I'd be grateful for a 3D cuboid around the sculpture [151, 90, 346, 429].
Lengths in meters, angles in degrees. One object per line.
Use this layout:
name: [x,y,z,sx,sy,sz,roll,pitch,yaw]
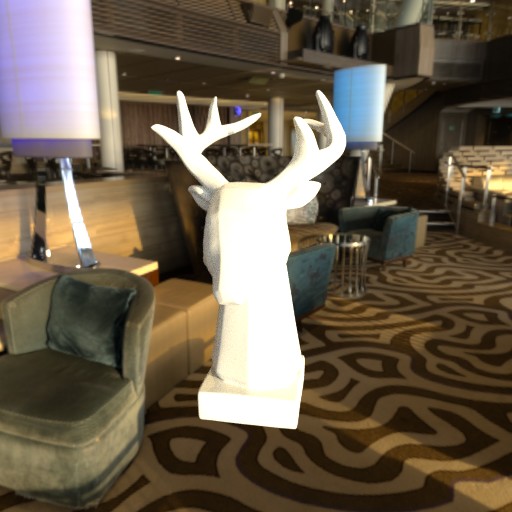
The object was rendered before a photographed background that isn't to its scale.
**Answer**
sculpture: [0.000,0.000,0.462,0.174,0.329,0.224,2,14,10]
